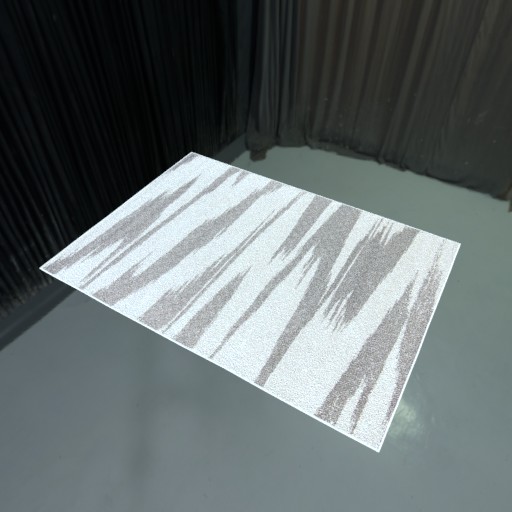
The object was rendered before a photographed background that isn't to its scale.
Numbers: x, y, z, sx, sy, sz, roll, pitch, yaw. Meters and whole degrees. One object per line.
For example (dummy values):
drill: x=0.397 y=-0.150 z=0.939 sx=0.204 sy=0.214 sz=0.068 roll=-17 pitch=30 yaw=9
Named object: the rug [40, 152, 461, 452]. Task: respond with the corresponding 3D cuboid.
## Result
rug: x=0.000 y=0.000 z=2.753 sx=2.142 sy=0.010 sz=1.533 roll=23 pitch=49 yaw=21
